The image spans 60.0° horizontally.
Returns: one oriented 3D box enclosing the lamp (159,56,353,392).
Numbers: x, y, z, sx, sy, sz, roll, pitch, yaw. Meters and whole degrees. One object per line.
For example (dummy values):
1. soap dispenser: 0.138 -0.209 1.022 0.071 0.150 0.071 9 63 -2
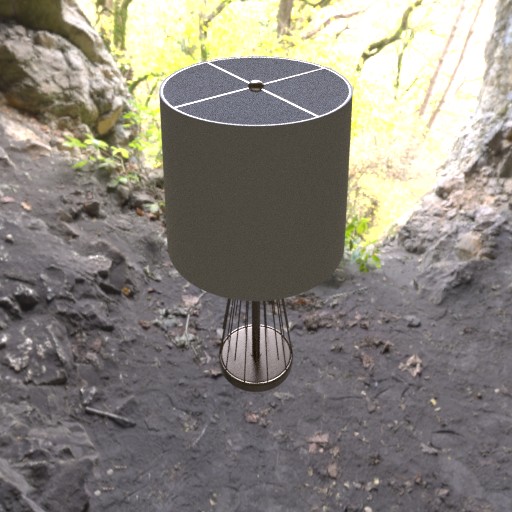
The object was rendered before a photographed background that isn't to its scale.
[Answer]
1. lamp: 0.000 0.000 0.795 0.303 0.618 0.303 0 40 0
